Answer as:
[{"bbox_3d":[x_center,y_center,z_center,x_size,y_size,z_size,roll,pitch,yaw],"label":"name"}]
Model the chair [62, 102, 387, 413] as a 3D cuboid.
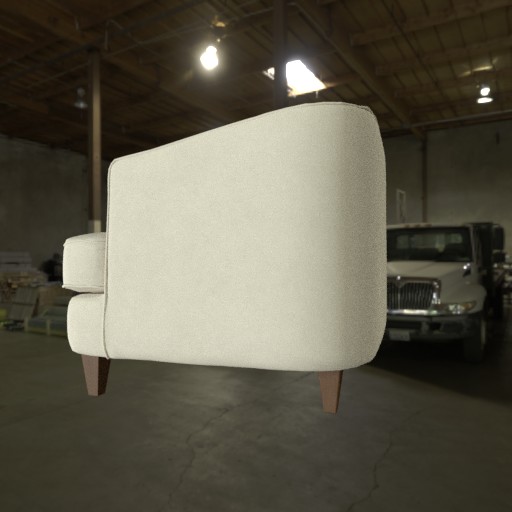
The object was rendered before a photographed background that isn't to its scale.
[{"bbox_3d":[0.000,0.000,1.699,0.941,0.852,1.104,0,0,19],"label":"chair"}]
